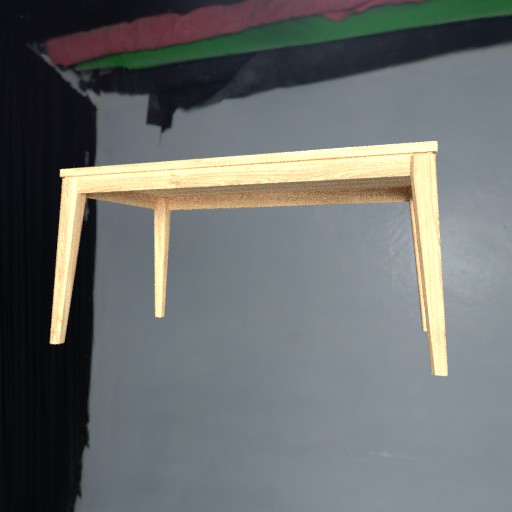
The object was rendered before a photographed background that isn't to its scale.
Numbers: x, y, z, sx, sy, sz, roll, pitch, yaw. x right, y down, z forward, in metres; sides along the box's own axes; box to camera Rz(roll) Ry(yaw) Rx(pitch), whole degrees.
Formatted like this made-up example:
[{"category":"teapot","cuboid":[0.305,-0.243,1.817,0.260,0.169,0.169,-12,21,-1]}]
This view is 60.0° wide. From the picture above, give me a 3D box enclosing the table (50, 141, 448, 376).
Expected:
[{"category":"table","cuboid":[0.000,0.000,2.095,1.600,0.760,0.900,0,0,19]}]
